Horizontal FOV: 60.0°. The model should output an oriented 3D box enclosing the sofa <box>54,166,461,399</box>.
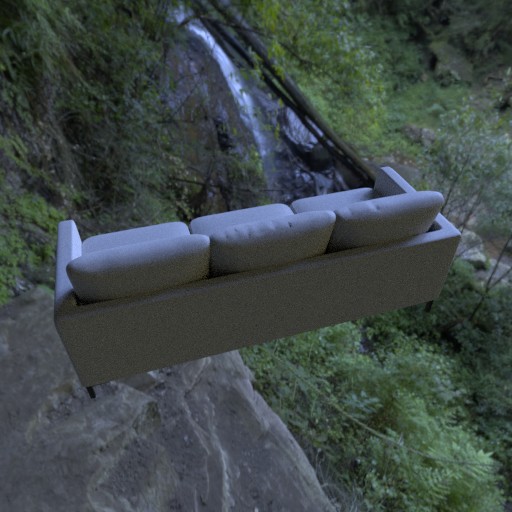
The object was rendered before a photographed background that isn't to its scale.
[{"bbox_3d":[0.000,0.000,2.725,2.218,0.874,0.859,-12,42,-13],"label":"sofa"}]
